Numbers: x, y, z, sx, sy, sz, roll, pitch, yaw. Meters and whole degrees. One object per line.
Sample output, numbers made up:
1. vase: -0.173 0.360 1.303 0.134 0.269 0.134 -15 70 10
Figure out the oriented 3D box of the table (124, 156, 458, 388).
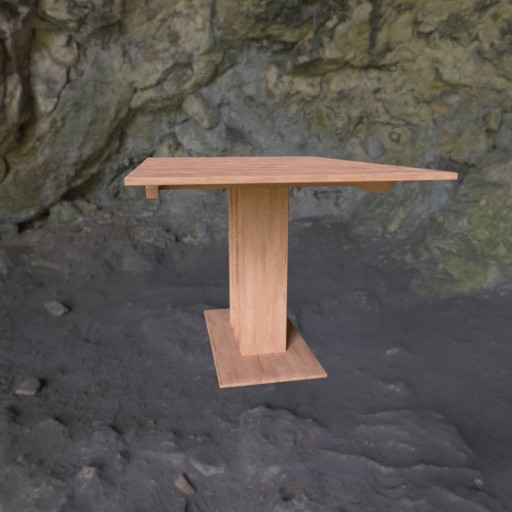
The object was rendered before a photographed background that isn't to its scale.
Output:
1. table: 0.000 0.000 1.869 0.900 0.770 1.300 -3 15 -11
